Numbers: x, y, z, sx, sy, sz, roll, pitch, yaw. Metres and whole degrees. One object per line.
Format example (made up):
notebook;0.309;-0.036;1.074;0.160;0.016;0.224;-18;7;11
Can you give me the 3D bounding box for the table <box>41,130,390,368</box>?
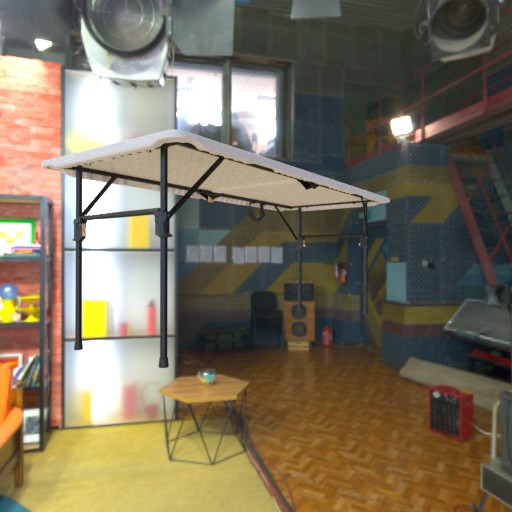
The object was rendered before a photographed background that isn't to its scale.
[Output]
table;0.000;0.000;2.221;0.761;0.719;1.829;0;-1;36
